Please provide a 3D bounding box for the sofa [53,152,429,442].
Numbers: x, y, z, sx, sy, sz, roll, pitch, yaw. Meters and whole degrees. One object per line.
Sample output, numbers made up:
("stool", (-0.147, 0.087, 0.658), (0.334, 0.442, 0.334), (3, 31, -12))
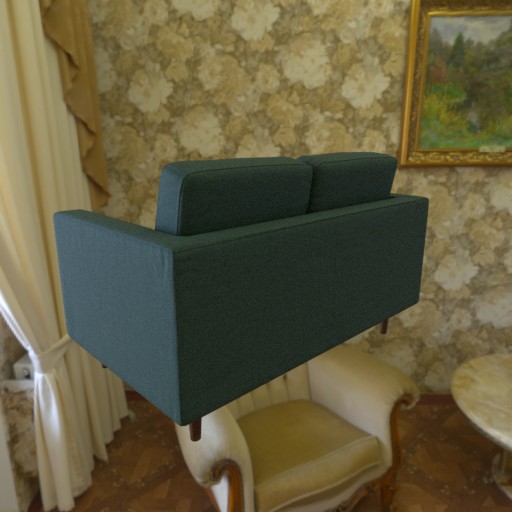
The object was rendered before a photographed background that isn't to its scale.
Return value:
("sofa", (0.000, 0.000, 1.976), (1.430, 0.899, 0.879), (-14, 21, -42))
